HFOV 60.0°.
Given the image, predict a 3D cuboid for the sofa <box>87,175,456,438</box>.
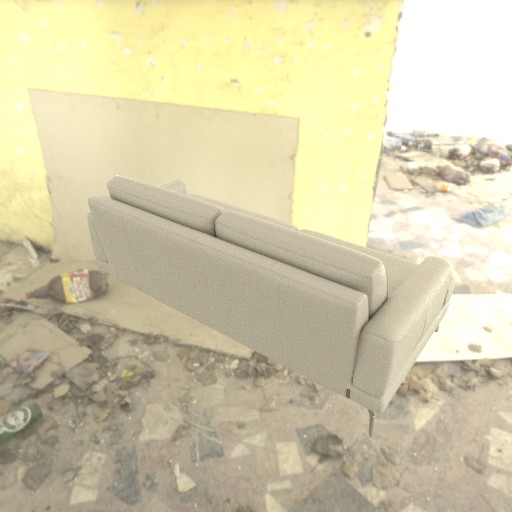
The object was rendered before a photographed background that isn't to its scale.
[{"bbox_3d":[0.000,0.000,2.490,1.940,0.765,0.974,21,36,32],"label":"sofa"}]
